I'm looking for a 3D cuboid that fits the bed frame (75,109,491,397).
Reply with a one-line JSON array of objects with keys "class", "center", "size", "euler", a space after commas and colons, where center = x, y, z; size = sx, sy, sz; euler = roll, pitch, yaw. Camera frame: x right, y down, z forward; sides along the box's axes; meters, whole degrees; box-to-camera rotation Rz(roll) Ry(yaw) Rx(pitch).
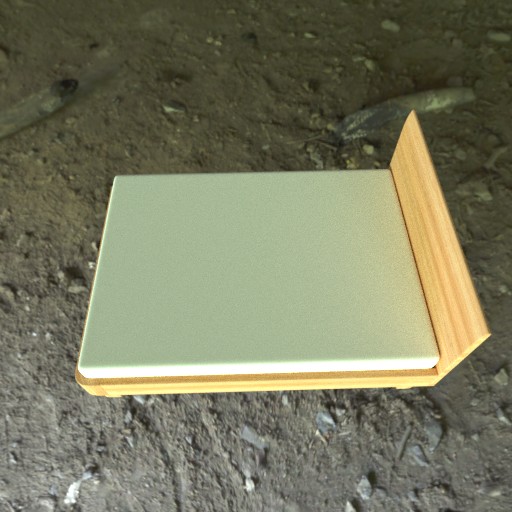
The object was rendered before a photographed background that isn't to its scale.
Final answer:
[{"class": "bed frame", "center": [0.000, 0.000, 2.689], "size": [1.992, 0.940, 1.472], "euler": [-1, 57, -1]}]
